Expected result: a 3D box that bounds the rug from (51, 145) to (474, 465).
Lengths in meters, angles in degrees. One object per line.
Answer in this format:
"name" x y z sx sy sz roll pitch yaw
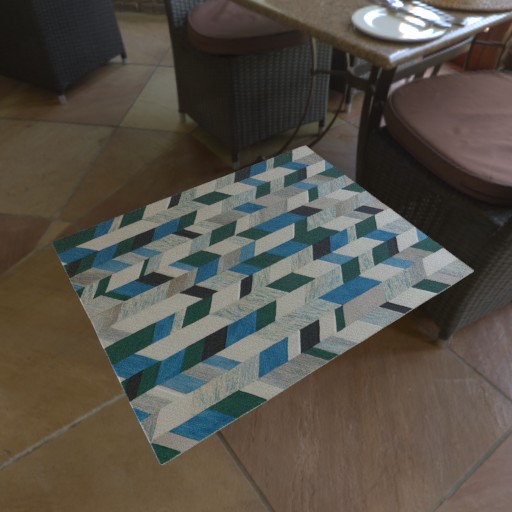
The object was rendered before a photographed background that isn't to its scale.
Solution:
"rug" 0.000 0.000 4.060 3.036 0.008 2.440 -25 51 -22
